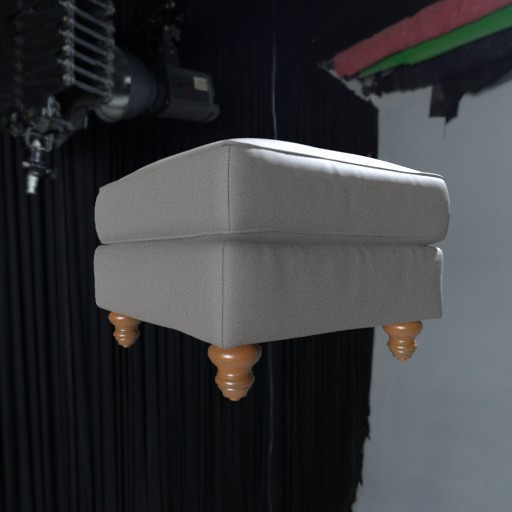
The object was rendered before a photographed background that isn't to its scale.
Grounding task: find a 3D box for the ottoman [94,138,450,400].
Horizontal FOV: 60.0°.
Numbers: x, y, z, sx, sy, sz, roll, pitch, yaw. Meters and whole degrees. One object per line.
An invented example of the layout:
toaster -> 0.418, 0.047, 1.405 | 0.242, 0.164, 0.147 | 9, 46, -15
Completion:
ottoman -> 0.000, 0.000, 1.149 | 0.662, 0.505, 0.721 | 0, 1, -36
